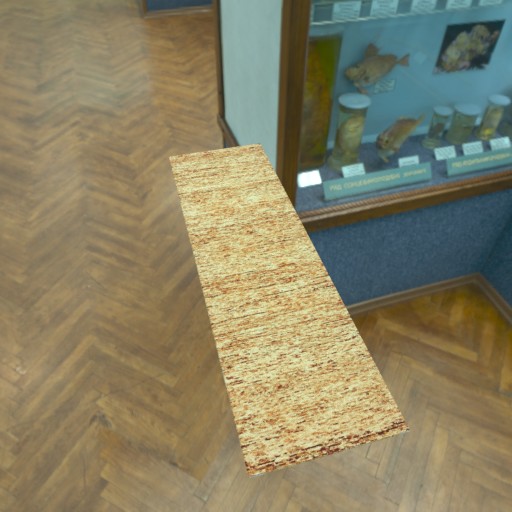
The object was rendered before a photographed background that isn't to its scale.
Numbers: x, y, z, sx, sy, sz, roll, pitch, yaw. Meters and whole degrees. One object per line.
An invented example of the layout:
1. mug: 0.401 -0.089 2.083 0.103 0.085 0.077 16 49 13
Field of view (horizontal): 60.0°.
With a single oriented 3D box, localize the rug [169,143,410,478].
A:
1. rug: 0.000 0.000 2.479 0.680 0.014 2.237 -11 47 -11
